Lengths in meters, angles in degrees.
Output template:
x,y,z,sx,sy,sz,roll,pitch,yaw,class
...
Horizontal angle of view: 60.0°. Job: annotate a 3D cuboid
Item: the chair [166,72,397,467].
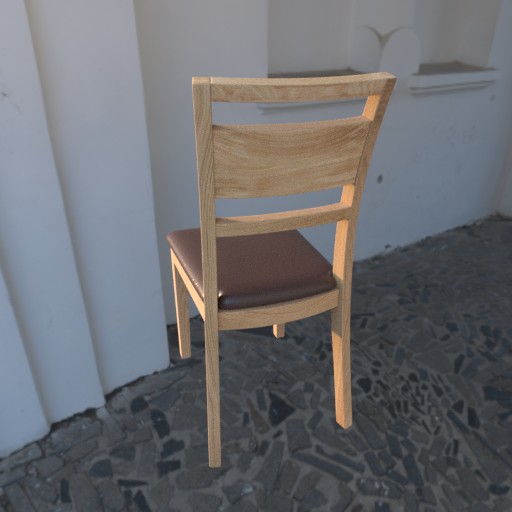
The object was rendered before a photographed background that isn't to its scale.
x,y,z,sx,sy,sz,roll,pitch,yaw,class
0.000,0.000,1.203,0.420,0.940,0.545,-9,27,-18,chair
